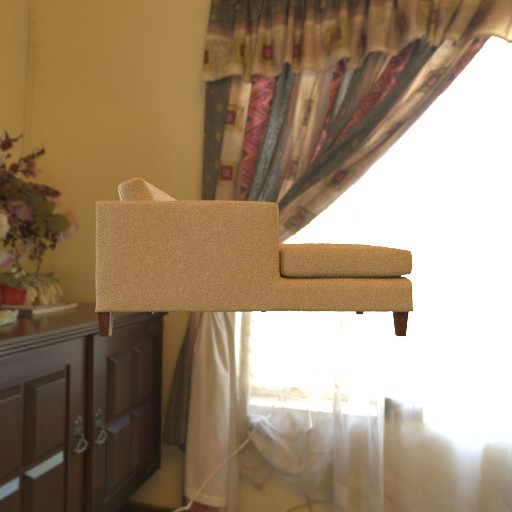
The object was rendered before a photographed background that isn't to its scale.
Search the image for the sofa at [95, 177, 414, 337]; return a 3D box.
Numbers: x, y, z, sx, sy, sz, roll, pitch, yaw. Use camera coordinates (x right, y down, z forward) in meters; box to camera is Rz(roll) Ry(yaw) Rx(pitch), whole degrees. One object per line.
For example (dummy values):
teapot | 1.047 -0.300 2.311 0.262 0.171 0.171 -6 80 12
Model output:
sofa | 0.000 0.000 3.802 1.625 0.846 3.186 0 -1 0
